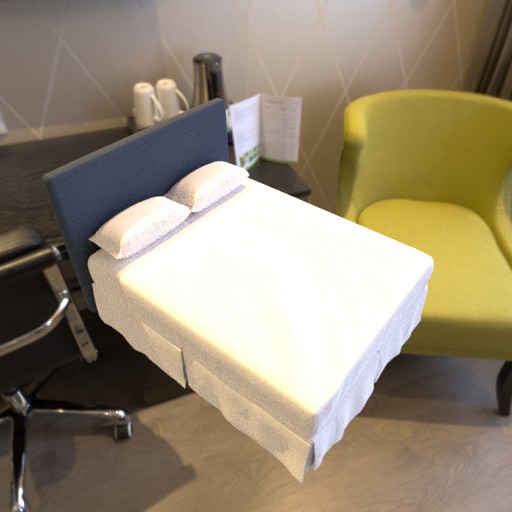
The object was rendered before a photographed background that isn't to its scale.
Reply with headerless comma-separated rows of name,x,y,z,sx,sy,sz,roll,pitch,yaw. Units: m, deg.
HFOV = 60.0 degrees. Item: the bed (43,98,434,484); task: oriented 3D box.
bed,0.000,0.000,3.183,2.162,1.330,1.713,28,48,28
